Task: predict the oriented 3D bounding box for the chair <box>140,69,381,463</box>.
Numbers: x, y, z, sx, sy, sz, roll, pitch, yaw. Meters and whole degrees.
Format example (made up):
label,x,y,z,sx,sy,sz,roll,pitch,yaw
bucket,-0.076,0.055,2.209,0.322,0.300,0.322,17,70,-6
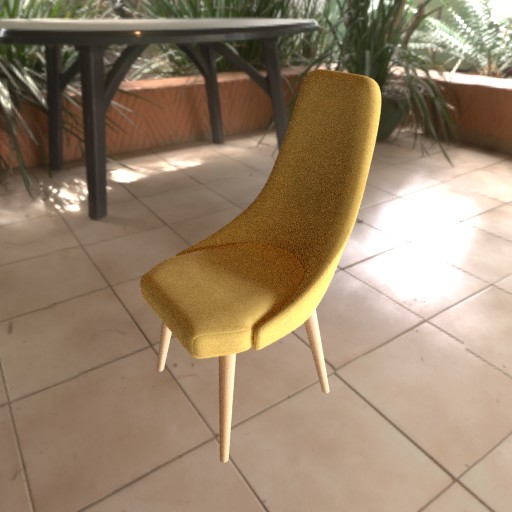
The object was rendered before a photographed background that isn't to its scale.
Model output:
label,x,y,z,sx,sy,sz,roll,pitch,yaw
chair,0.000,0.000,1.405,0.660,1.040,0.510,-19,35,-30
